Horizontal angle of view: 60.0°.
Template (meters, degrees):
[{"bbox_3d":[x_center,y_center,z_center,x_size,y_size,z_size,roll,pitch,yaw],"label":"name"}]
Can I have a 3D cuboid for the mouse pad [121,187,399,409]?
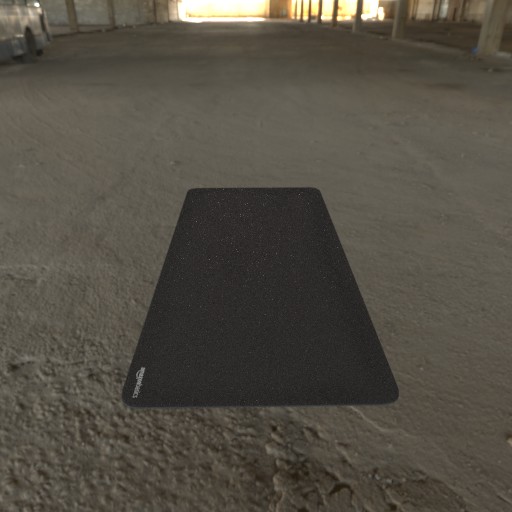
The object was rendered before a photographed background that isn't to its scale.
[{"bbox_3d":[0.000,0.000,1.046,0.424,0.003,0.907,0,29,-1],"label":"mouse pad"}]
